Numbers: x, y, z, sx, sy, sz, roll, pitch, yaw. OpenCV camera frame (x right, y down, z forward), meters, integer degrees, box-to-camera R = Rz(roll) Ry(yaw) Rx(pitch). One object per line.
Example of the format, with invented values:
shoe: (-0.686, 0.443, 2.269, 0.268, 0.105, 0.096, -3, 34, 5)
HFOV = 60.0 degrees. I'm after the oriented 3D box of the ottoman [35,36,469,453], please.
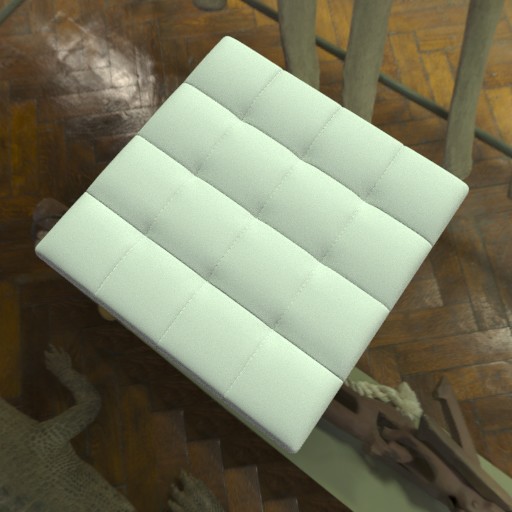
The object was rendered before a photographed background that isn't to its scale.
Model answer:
ottoman: (0.000, 0.000, 0.786, 0.425, 0.432, 0.425, 35, 78, 9)
